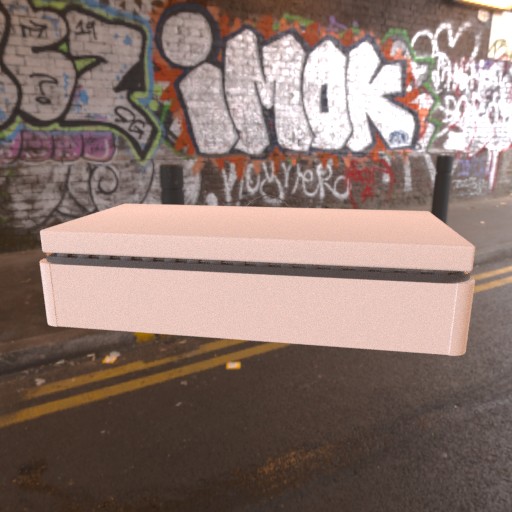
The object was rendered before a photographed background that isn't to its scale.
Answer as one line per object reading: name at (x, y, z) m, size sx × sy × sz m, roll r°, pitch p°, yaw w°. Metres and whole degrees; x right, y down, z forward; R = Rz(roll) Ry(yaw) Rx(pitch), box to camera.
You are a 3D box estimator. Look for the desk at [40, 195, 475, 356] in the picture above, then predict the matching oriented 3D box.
desk at (0.000, 0.000, 2.299) m, size 1.900 × 0.526 × 0.900 m, roll 2°, pitch 15°, yaw 9°
